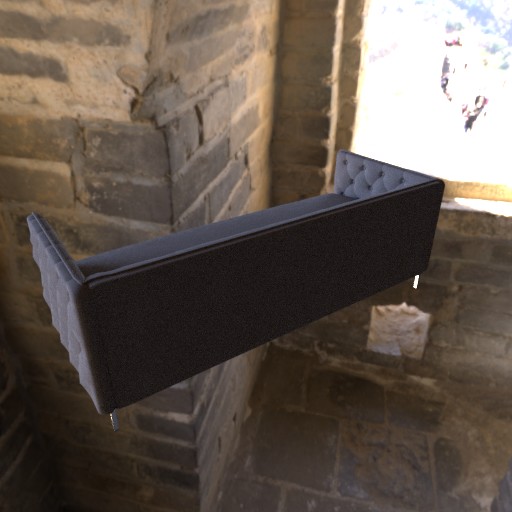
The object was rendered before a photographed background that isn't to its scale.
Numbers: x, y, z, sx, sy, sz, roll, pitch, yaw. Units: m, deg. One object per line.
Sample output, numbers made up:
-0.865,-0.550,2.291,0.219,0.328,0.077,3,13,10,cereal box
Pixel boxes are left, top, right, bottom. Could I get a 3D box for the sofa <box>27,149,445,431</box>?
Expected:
0.000,0.000,2.580,2.209,0.771,0.895,-18,33,-30,sofa
